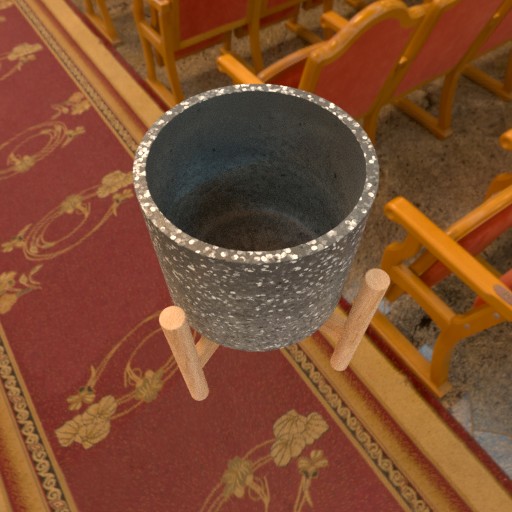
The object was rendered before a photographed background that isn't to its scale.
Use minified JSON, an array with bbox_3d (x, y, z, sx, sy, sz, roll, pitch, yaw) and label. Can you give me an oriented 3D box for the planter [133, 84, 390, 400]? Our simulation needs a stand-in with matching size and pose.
[{"bbox_3d":[0.000,0.000,0.537,0.284,0.320,0.284,-30,62,-18],"label":"planter"}]
